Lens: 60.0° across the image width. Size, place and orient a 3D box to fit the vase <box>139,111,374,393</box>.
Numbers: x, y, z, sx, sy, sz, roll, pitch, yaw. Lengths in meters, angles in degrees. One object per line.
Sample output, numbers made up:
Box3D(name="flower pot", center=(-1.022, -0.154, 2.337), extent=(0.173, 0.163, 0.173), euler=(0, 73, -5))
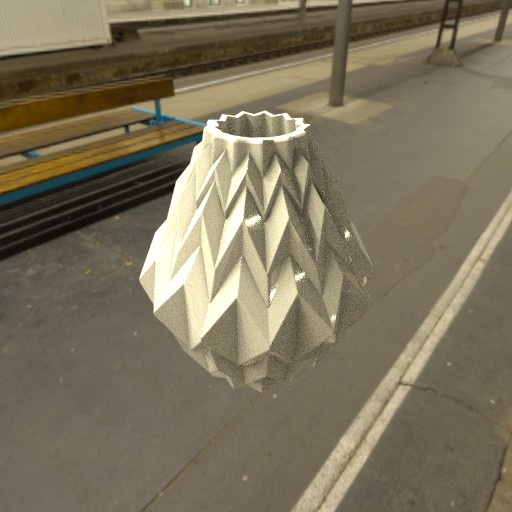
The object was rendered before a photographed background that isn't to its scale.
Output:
Box3D(name="vase", center=(0.000, 0.000, 0.312), extent=(0.164, 0.185, 0.164), euler=(0, 32, 0))
